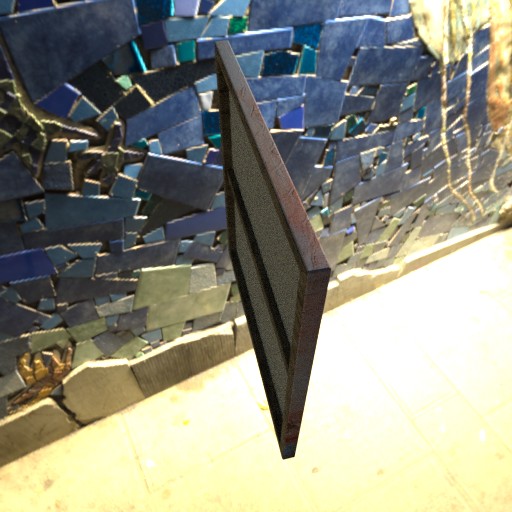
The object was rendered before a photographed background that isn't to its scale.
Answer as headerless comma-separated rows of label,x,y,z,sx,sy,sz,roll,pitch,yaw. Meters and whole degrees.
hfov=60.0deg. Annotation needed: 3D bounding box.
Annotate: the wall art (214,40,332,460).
wall art,0.000,0.000,1.102,0.035,0.747,0.747,-10,49,-9
